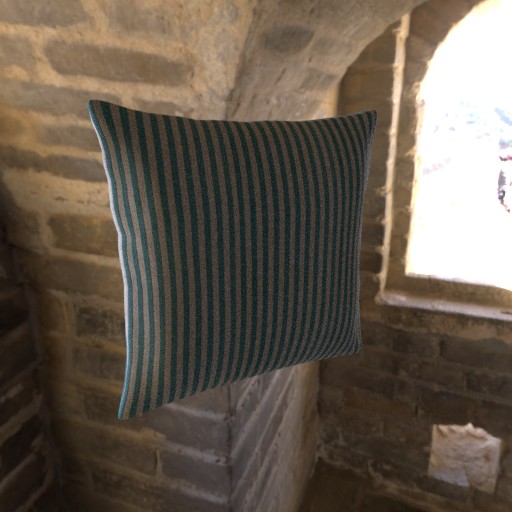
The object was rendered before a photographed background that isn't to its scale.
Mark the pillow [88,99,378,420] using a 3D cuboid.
[{"bbox_3d":[0.000,0.000,0.792,0.523,0.510,0.166,-8,17,-26],"label":"pillow"}]
